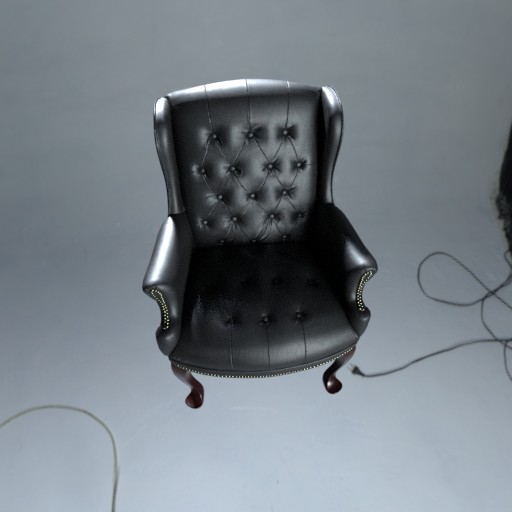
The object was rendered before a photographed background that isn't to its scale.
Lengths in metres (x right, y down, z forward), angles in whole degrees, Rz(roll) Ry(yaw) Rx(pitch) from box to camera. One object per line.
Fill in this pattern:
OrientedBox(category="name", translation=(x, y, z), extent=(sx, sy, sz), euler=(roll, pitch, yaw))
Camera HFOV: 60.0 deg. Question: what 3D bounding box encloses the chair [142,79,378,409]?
OrientedBox(category="chair", translation=(0.000, 0.000, 1.762), extent=(0.831, 1.133, 0.822), euler=(-5, 45, -5))
